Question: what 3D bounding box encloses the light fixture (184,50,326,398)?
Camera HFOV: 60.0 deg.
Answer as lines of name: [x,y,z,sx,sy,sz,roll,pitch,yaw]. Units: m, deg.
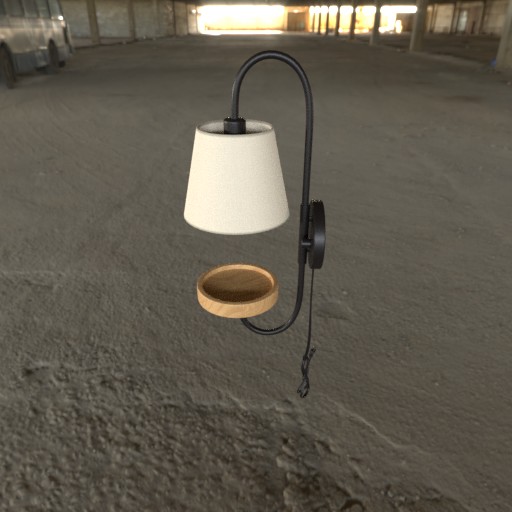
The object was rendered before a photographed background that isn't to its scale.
light fixture: [0.000,0.000,0.973,0.299,0.821,0.220,1,28,1]
